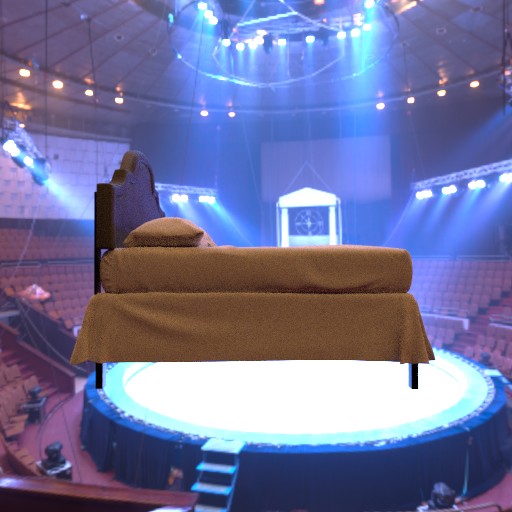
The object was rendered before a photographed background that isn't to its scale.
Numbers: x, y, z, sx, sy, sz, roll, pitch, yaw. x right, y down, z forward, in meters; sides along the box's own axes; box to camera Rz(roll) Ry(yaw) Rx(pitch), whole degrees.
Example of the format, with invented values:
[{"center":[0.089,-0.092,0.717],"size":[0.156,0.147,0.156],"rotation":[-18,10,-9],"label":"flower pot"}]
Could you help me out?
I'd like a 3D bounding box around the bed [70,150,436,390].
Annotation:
[{"center":[0.000,0.000,3.500],"size":[2.222,1.634,1.780],"rotation":[0,0,0],"label":"bed"}]
